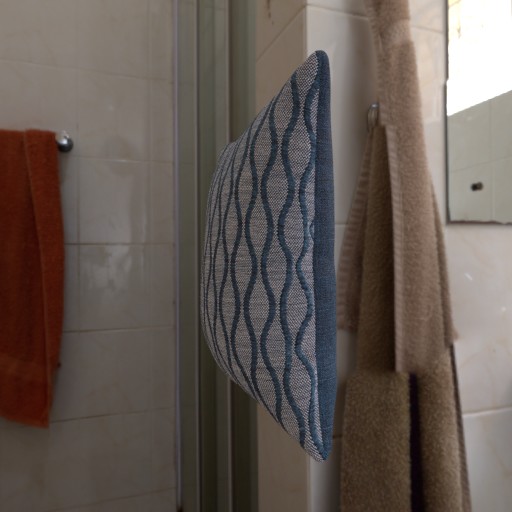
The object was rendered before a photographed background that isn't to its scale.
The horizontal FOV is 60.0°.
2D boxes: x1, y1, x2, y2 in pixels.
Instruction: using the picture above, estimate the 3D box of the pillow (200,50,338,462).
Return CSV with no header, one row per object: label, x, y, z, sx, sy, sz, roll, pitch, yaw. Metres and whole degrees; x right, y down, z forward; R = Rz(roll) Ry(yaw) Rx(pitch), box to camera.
pillow,0.000,0.000,0.665,0.159,0.435,0.435,0,0,-18
